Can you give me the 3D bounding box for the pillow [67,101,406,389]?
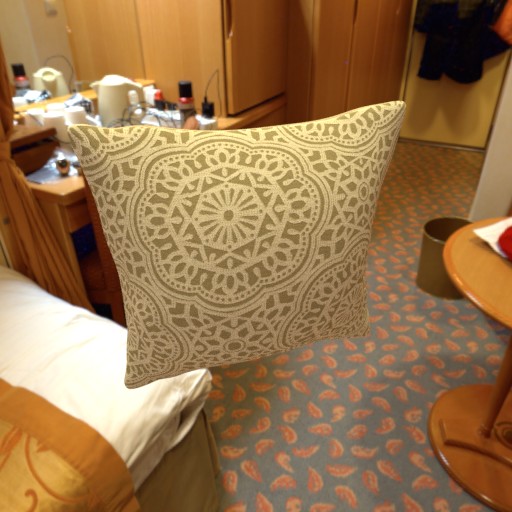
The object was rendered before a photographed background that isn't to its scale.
[{"bbox_3d":[0.000,0.000,0.653,0.438,0.421,0.167,-10,33,-15],"label":"pillow"}]
